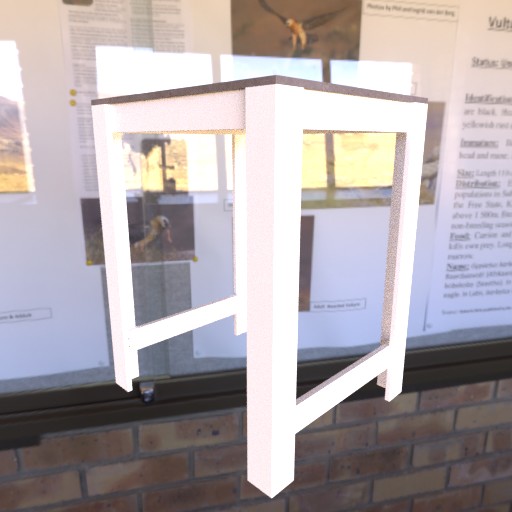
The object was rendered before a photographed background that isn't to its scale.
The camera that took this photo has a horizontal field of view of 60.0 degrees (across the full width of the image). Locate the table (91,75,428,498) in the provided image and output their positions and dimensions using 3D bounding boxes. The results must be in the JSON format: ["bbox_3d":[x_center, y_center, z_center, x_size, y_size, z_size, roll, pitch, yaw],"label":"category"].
[{"bbox_3d":[0.000,0.000,1.523,0.800,1.020,0.700,14,20,43],"label":"table"}]
